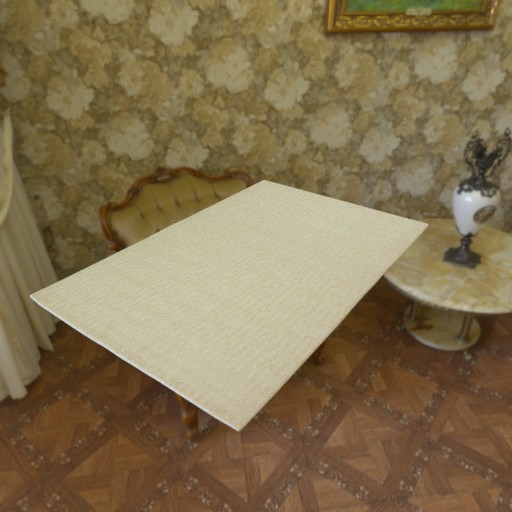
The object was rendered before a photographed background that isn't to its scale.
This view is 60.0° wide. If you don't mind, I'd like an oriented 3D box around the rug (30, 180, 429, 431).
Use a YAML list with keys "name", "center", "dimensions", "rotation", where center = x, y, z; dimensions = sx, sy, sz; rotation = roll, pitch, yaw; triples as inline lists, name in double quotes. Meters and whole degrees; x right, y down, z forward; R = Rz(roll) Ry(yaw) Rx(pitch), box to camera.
- name: "rug"
  center: [0.000, 0.000, 2.350]
  dimensions: [1.238, 0.014, 1.848]
  rotation: [21, 36, 31]
